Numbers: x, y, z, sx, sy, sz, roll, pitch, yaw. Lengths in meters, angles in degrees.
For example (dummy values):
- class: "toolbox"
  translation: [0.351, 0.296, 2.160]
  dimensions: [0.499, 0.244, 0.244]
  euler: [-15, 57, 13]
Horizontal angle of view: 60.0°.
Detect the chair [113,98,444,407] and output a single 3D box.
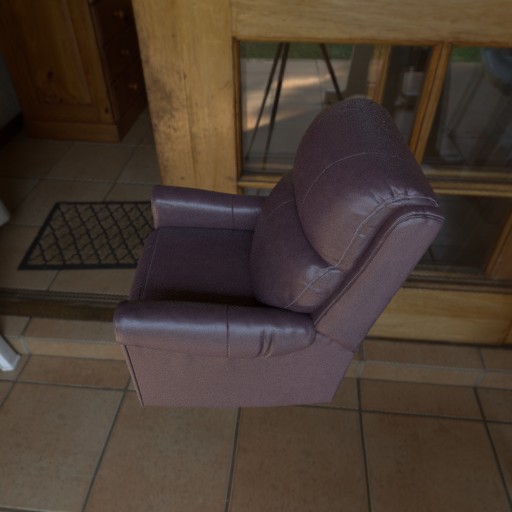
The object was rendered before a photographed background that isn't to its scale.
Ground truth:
- class: "chair"
  translation: [0.000, 0.000, 1.737]
  dimensions: [1.014, 1.054, 0.838]
  euler: [0, 41, 0]
